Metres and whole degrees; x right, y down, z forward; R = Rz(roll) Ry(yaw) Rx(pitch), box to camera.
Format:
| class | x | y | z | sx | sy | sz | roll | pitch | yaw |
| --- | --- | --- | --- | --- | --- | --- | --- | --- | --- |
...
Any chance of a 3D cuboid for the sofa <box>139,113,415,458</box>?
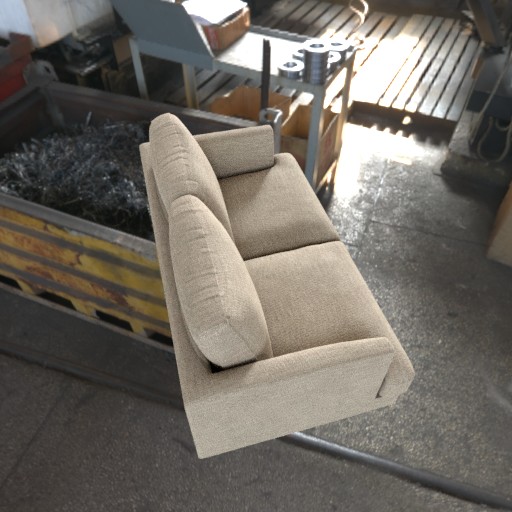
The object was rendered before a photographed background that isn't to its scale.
| class | x | y | z | sx | sy | sz | roll | pitch | yaw |
| --- | --- | --- | --- | --- | --- | --- | --- | --- | --- |
| sofa | 0.000 | 0.000 | 2.162 | 0.903 | 0.944 | 1.582 | -12 | 49 | -10 |
